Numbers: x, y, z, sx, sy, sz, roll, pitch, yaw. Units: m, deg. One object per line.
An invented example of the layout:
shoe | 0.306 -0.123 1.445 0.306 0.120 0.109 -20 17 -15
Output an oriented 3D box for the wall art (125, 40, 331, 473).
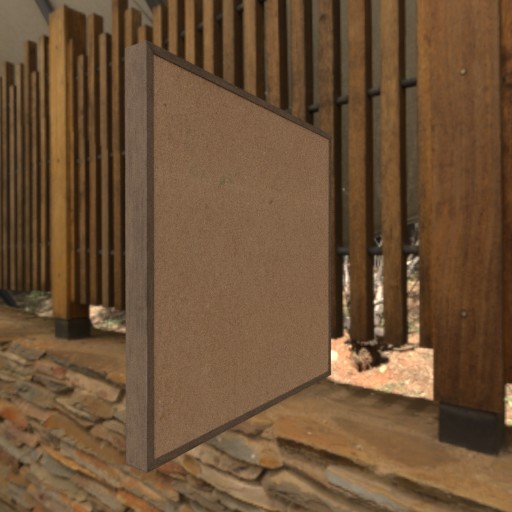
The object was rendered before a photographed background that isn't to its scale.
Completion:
wall art | 0.000 0.000 0.740 0.038 0.508 0.508 0 1 34
